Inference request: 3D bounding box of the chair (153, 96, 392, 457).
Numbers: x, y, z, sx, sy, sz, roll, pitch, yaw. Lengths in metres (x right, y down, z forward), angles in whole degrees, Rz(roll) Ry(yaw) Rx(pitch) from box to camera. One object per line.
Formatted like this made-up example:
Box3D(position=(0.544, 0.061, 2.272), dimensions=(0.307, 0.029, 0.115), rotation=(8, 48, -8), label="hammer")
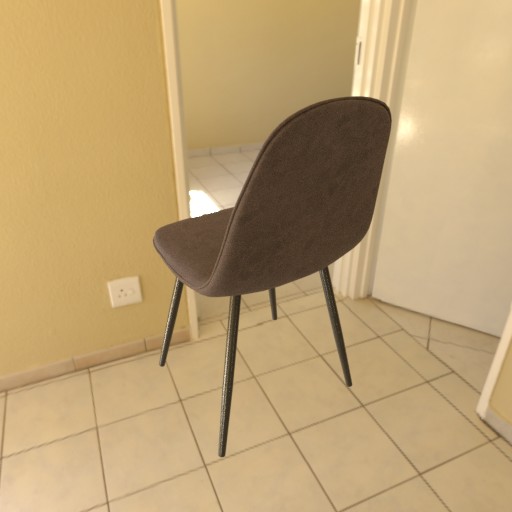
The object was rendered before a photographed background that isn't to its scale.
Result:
Box3D(position=(0.000, 0.000, 1.188), dimensions=(0.472, 0.889, 0.561), rotation=(-18, 34, -28), label="chair")
